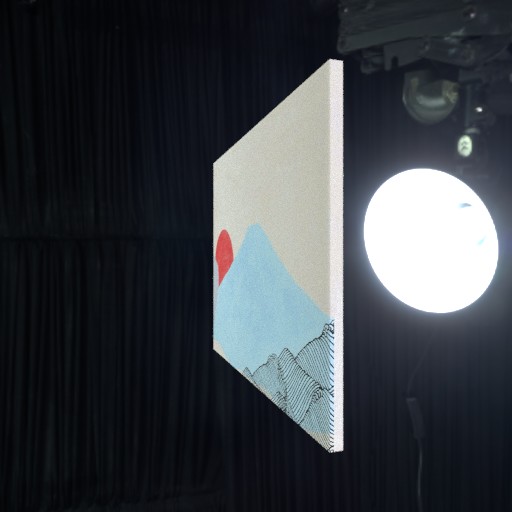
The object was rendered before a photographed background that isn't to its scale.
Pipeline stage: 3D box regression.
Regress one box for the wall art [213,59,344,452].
[{"bbox_3d":[0.000,0.000,1.611,0.042,0.912,1.219,0,0,-18],"label":"wall art"}]
